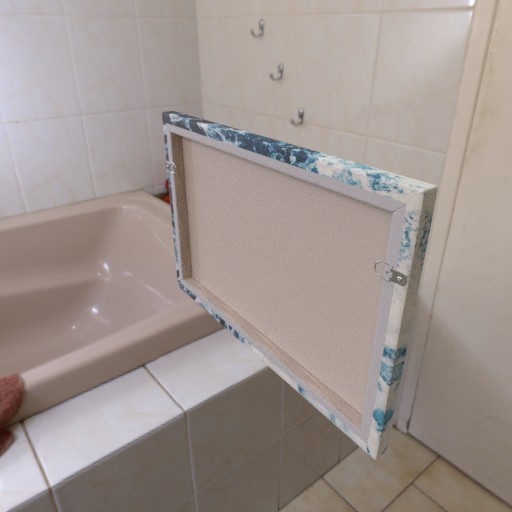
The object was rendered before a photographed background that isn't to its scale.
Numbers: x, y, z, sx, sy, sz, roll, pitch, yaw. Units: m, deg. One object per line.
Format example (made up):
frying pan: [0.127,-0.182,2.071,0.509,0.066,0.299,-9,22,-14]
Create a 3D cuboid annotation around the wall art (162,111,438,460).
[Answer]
wall art: [0.000,0.000,1.154,0.042,0.610,0.915,-19,32,-32]
